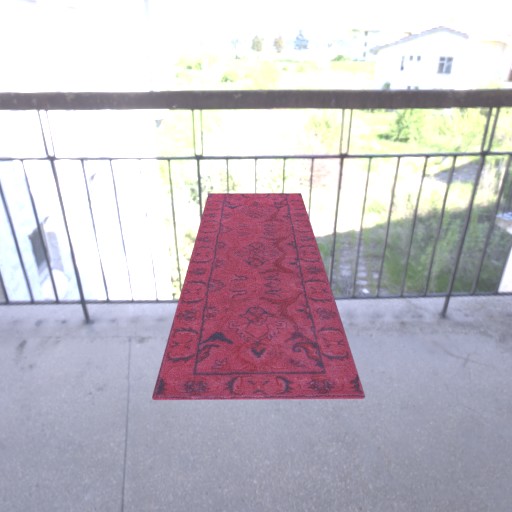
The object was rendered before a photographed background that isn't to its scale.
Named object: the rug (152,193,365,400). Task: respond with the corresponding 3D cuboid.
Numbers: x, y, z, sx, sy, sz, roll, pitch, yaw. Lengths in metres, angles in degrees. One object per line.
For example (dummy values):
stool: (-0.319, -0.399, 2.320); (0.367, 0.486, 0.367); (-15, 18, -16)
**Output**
rug: (0.000, 0.000, 2.775); (0.813, 0.018, 2.439); (0, 26, 0)
